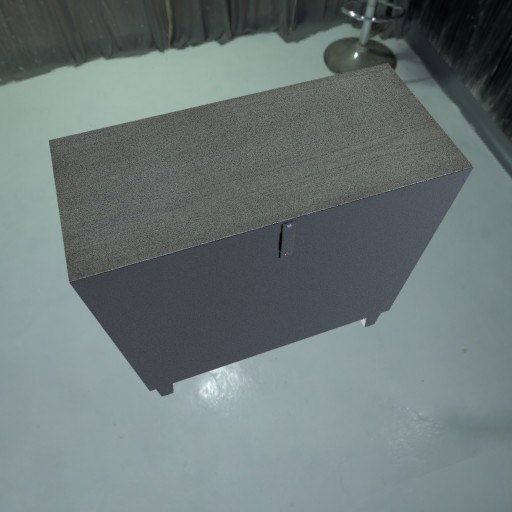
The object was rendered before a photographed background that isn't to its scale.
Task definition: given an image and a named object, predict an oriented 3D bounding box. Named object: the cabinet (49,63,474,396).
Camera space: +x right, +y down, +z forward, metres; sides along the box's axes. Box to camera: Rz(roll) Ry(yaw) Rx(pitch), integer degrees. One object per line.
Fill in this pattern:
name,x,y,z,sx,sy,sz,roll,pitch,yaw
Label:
cabinet,0.000,0.000,1.225,0.781,0.787,0.370,-17,59,-10
